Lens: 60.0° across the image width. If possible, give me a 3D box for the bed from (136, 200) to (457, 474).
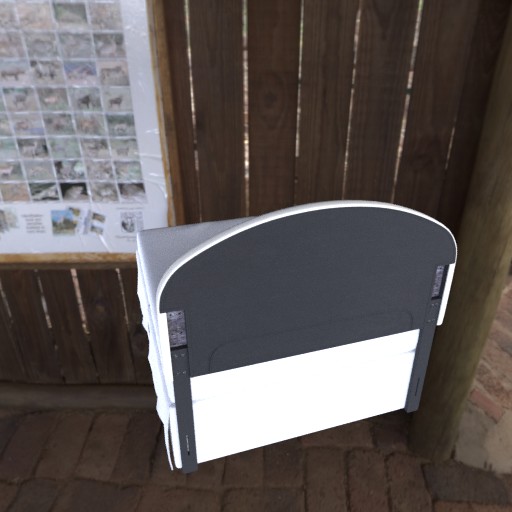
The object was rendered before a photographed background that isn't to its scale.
[{"bbox_3d":[0.000,0.000,3.062,1.607,1.410,2.005,-8,27,-16],"label":"bed"}]
